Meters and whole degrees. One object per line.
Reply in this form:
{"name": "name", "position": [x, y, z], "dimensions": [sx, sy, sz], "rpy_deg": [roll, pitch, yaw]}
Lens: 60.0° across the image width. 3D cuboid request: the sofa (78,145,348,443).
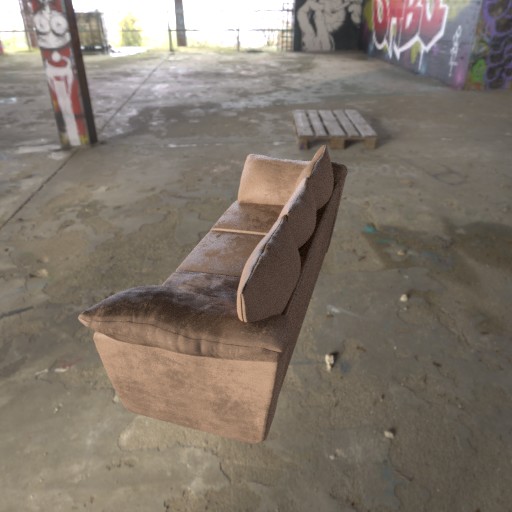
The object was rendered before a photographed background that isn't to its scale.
{"name": "sofa", "position": [0.000, 0.000, 2.851], "dimensions": [0.893, 0.981, 2.377], "rpy_deg": [8, 31, 14]}
